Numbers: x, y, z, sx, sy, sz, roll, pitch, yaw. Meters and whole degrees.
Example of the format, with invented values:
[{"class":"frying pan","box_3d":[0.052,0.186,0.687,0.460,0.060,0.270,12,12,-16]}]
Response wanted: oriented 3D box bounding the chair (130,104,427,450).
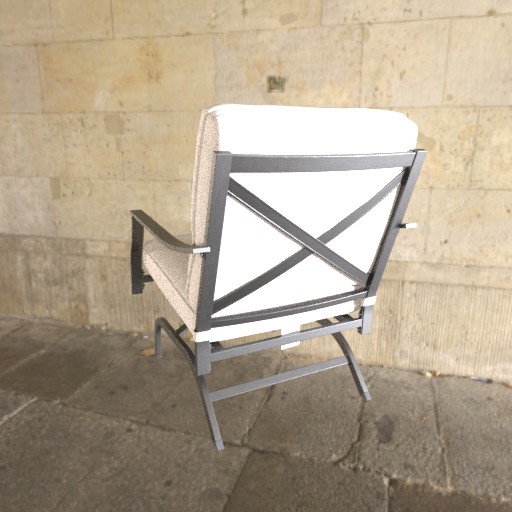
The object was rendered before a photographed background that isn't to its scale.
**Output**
[{"class":"chair","box_3d":[0.000,0.000,1.401,0.650,0.860,0.787,-7,16,-27]}]
